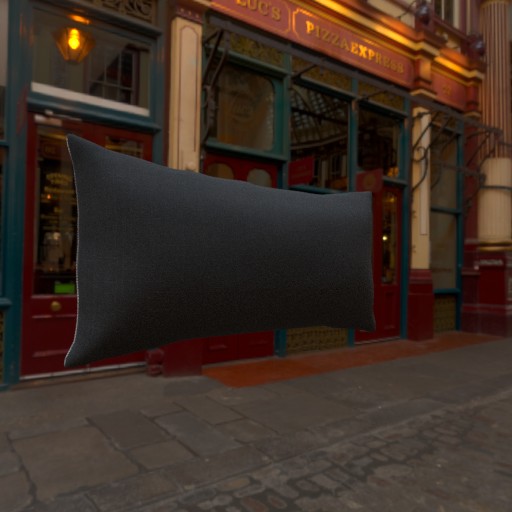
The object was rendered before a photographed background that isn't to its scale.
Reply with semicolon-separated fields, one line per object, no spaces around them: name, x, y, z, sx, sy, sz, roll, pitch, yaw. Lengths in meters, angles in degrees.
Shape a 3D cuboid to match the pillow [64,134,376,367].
pillow;0.000;0.000;0.747;0.609;0.305;0.151;1;-2;-37
